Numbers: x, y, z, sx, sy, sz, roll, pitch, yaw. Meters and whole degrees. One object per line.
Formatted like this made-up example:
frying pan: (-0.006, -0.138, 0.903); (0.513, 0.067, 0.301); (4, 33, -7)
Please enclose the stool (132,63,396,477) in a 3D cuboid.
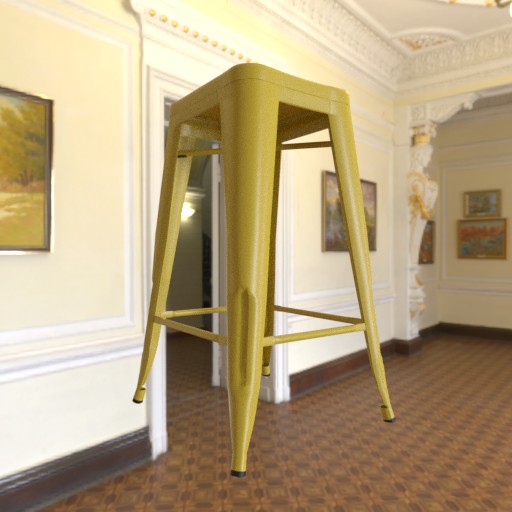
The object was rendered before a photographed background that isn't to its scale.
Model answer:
stool: (0.000, 0.000, 0.866); (0.359, 0.609, 0.399); (0, 1, -36)
